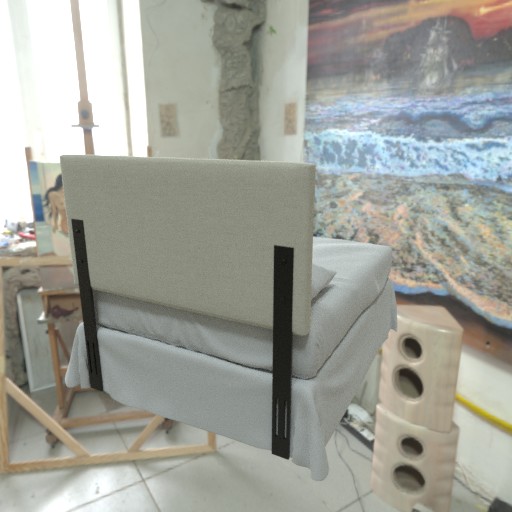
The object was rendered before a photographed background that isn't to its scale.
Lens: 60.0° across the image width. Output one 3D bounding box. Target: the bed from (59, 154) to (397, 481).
[{"bbox_3d":[0.000,0.000,3.385,1.936,1.577,2.222,8,18,27],"label":"bed"}]
